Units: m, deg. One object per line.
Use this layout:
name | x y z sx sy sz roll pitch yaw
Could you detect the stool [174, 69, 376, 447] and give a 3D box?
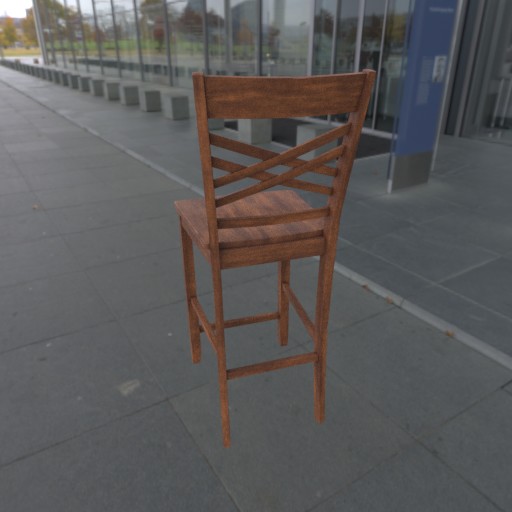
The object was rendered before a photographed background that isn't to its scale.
stool | 0.000 0.000 1.395 0.426 1.098 0.504 -8 26 -16
